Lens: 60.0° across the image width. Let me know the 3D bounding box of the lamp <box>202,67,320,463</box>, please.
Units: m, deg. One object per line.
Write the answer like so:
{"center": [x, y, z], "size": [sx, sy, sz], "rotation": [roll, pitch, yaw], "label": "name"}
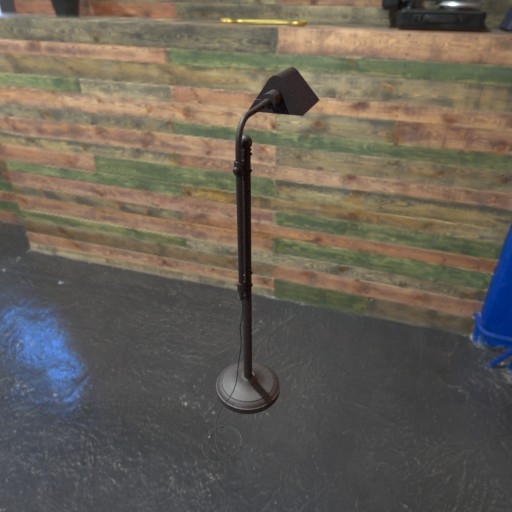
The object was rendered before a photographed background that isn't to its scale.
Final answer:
{"center": [0.000, 0.000, 0.972], "size": [0.159, 0.708, 0.545], "rotation": [11, 33, 17], "label": "lamp"}
